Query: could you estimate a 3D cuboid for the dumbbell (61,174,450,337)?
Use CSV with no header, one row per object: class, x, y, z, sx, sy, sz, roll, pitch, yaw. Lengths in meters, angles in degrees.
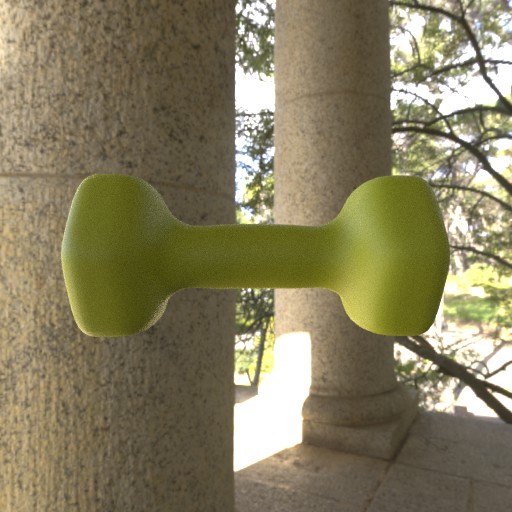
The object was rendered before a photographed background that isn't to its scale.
dumbbell,0.000,0.000,0.208,0.164,0.072,0.080,0,-1,-1
